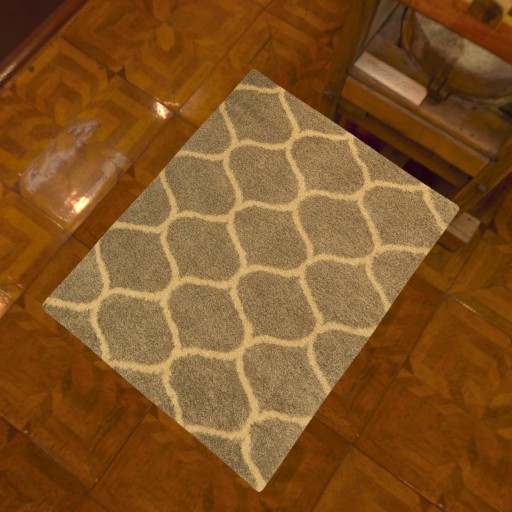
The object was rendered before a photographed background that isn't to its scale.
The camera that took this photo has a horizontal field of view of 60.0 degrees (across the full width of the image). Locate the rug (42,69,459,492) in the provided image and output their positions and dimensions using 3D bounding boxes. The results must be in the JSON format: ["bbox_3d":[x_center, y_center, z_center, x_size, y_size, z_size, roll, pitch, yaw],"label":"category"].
[{"bbox_3d":[0.000,0.000,3.937,2.399,0.026,3.000,37,79,8],"label":"rug"}]
